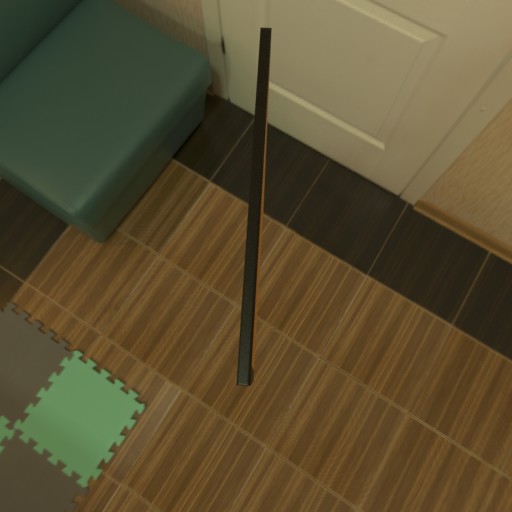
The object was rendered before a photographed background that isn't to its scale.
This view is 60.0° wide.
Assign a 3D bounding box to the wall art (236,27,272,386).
[{"bbox_3d":[0.000,0.000,0.871,0.016,0.657,0.480,3,75,1],"label":"wall art"}]
